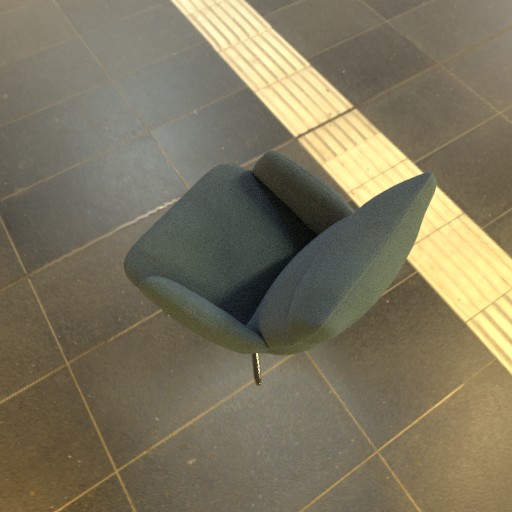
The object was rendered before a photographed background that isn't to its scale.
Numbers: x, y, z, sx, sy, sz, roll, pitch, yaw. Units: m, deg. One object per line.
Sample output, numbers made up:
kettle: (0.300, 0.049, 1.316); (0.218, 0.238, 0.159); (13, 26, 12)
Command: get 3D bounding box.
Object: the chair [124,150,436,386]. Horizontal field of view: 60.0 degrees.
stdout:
chair: (0.000, 0.000, 1.602); (0.889, 1.016, 0.711); (34, 67, 16)
